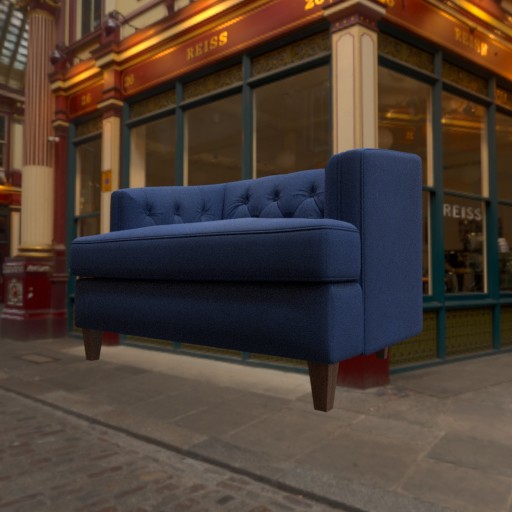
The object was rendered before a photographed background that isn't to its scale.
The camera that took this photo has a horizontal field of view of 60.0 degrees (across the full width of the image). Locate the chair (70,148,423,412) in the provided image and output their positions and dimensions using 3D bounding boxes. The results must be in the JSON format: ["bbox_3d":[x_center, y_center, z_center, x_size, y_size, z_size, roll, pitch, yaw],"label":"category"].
[{"bbox_3d":[0.000,0.000,1.700,1.118,0.787,0.914,-1,-2,37],"label":"chair"}]
